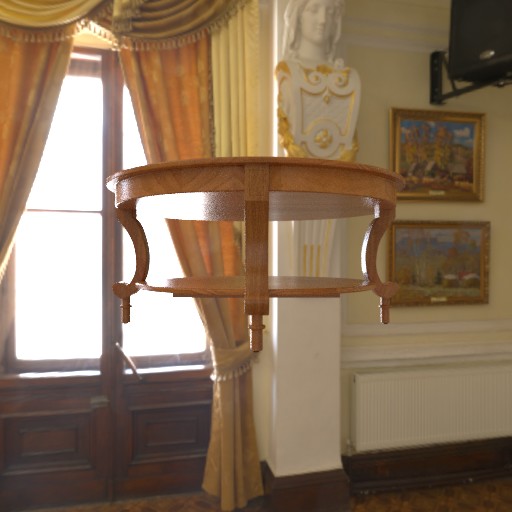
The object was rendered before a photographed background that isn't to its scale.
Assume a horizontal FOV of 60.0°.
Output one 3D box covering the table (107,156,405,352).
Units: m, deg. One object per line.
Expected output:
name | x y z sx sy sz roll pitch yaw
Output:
table | 0.000 0.000 1.603 1.029 0.490 1.029 0 0 0
